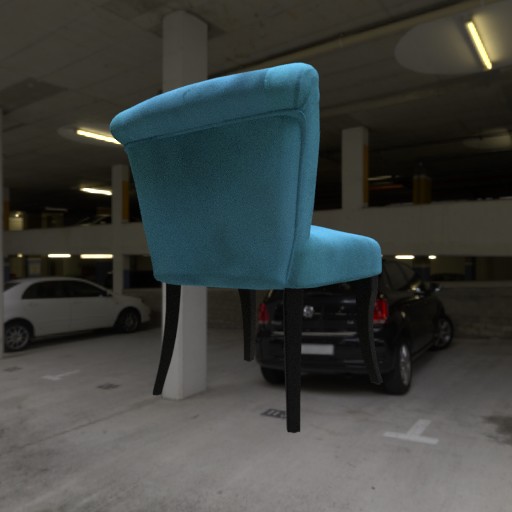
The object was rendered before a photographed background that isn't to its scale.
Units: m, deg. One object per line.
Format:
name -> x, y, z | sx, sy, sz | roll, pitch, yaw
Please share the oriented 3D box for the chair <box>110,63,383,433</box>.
chair -> 0.000, 0.000, 1.193 | 0.582, 0.750, 0.605 | 0, 0, 35
